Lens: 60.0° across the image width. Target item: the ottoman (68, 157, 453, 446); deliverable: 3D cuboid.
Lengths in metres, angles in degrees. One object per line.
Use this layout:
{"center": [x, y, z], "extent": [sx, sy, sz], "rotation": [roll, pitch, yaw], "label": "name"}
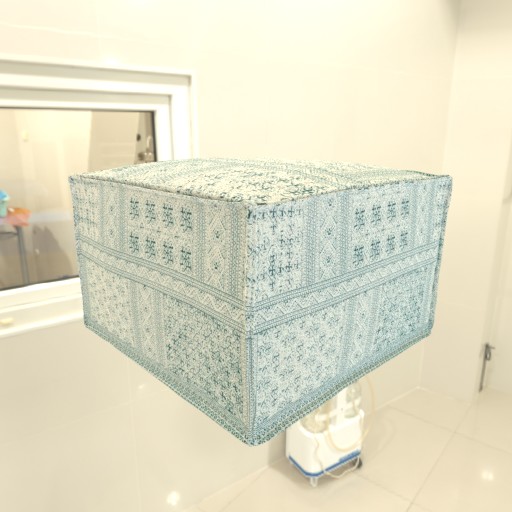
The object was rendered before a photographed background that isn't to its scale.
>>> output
{"center": [0.000, 0.000, 1.034], "extent": [0.617, 0.439, 0.626], "rotation": [-14, 21, -42], "label": "ottoman"}
